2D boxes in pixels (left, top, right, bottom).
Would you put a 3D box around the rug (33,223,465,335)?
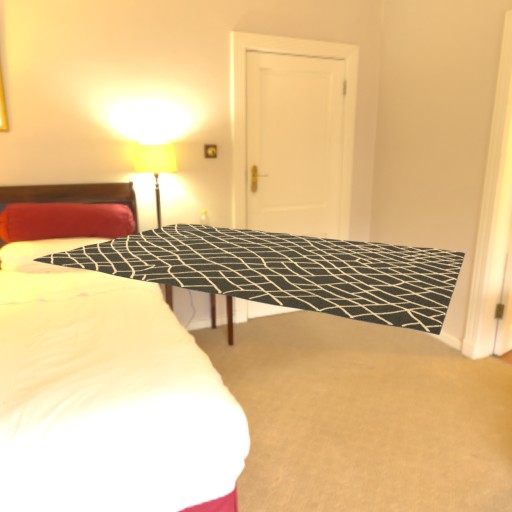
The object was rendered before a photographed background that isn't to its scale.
[{"bbox_3d":[0.000,0.000,2.947,2.448,0.017,1.529,7,16,27],"label":"rug"}]
